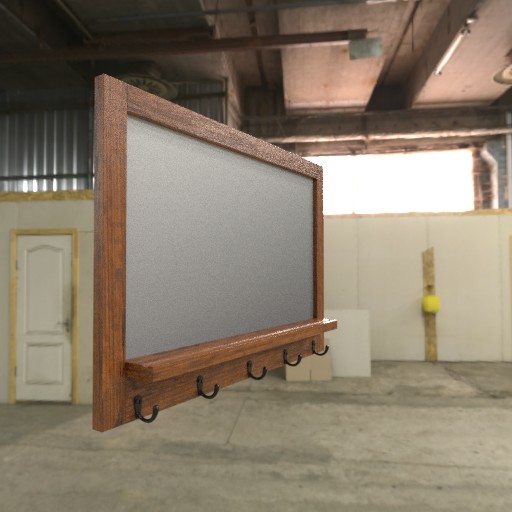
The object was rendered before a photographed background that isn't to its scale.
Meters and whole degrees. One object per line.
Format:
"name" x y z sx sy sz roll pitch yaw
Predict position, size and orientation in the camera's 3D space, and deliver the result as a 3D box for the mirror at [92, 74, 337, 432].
"mirror" 0.000 0.000 0.964 0.084 0.537 0.758 -1 -1 34
